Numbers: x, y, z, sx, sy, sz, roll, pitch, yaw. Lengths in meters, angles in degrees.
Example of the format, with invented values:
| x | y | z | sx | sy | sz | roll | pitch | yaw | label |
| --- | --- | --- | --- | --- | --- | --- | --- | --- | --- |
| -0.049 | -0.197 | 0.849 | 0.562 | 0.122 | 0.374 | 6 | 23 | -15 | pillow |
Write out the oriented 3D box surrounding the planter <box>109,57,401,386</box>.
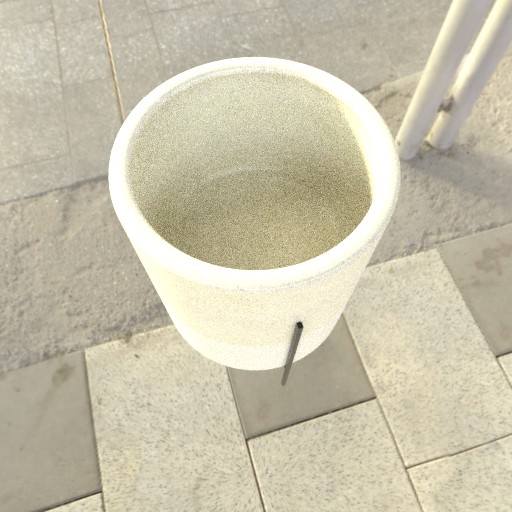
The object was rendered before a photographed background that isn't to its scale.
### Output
| x | y | z | sx | sy | sz | roll | pitch | yaw | label |
| --- | --- | --- | --- | --- | --- | --- | --- | --- | --- |
| 0.000 | 0.000 | 0.705 | 0.324 | 0.483 | 0.333 | -17 | 65 | -8 | planter |
